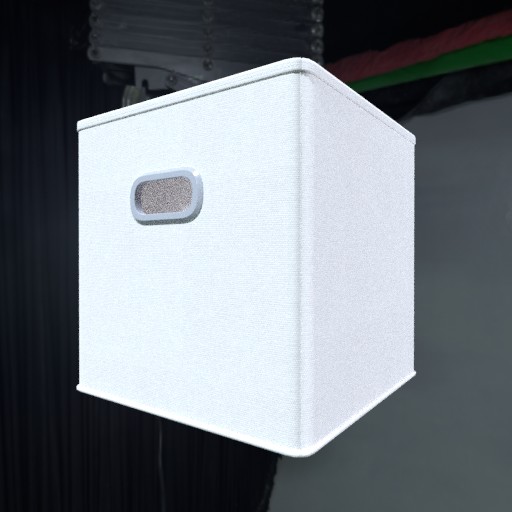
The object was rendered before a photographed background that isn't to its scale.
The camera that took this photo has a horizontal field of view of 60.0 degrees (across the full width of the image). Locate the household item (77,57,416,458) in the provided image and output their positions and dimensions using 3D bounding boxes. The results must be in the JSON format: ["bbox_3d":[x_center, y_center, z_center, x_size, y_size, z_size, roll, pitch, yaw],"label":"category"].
[{"bbox_3d":[0.000,0.000,0.541,0.305,0.305,0.305,0,0,36],"label":"household item"}]
